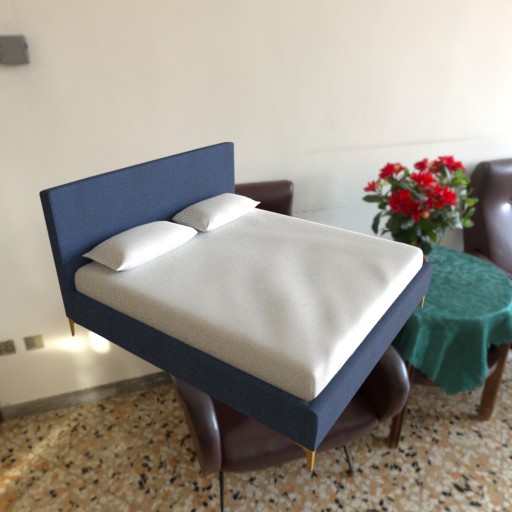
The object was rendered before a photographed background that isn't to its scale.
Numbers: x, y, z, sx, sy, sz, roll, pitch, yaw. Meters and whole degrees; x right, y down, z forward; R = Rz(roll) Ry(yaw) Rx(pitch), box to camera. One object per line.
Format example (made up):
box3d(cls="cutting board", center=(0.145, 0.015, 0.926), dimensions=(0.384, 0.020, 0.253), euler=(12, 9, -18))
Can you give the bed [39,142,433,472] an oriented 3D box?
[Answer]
box3d(cls="bed", center=(0.000, 0.000, 3.504), dimensions=(2.232, 1.231, 2.096), euler=(17, 31, 31))
